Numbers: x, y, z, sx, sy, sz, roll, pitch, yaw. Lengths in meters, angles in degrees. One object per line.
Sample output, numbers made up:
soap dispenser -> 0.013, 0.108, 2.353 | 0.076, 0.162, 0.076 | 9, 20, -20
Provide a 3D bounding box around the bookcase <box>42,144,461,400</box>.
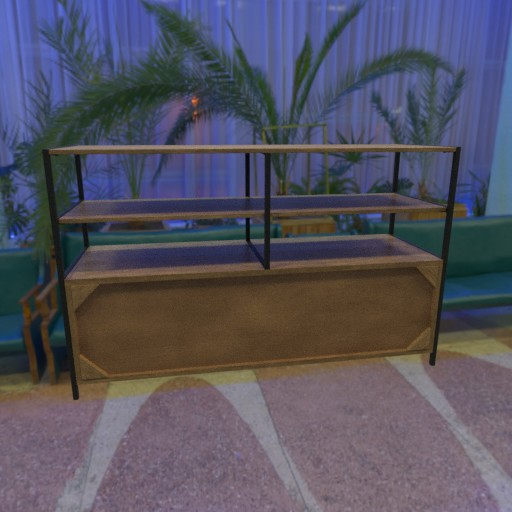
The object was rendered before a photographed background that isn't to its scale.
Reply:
bookcase -> 0.000, 0.000, 1.475 | 1.149, 0.712, 0.391 | -3, 16, -10
